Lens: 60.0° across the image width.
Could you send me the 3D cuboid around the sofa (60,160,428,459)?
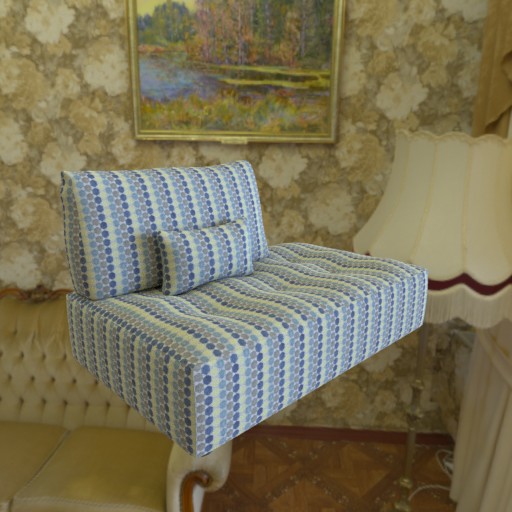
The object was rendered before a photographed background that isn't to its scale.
[{"bbox_3d":[0.000,0.000,2.001,1.450,0.820,1.000,-13,19,-43],"label":"sofa"}]
